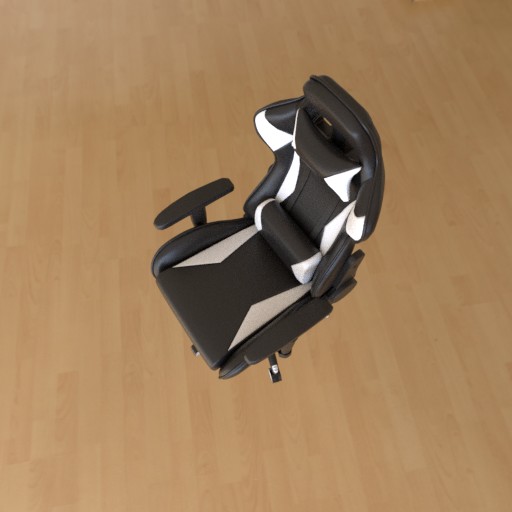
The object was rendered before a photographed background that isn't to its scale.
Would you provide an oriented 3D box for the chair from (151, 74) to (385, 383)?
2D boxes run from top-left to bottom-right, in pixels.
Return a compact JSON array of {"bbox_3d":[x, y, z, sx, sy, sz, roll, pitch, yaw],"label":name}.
[{"bbox_3d":[0.000,0.000,1.658,0.695,1.285,0.730,-32,67,-15],"label":"chair"}]
